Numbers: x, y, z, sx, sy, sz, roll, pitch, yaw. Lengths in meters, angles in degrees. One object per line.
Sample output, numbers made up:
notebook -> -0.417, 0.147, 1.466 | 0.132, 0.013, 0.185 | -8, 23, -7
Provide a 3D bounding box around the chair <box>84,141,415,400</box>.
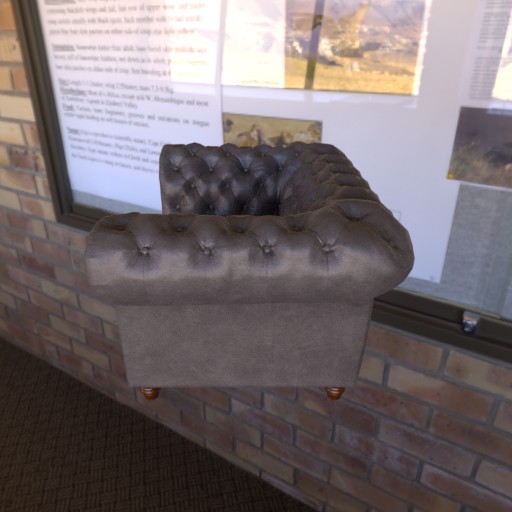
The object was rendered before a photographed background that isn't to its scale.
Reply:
chair -> 0.000, 0.000, 1.887 | 0.943, 0.780, 1.298 | 0, 26, 0
